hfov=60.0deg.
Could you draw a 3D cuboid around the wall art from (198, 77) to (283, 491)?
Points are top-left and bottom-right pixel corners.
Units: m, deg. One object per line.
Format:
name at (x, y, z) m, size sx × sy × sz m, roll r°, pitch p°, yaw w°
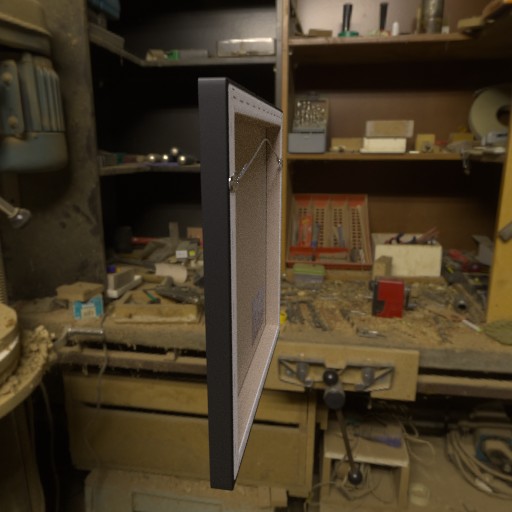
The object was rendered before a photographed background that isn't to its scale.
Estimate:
wall art at (0.000, 0.000, 0.912) m, size 0.043 × 0.611 × 0.610 m, roll 2°, pitch 15°, yaw 10°
